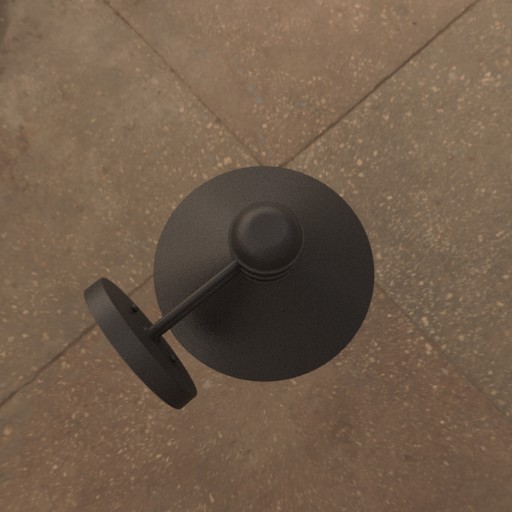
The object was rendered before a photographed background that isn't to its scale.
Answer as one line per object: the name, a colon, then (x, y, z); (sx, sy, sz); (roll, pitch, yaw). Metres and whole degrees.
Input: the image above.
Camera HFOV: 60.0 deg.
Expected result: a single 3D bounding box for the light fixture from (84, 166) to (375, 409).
light fixture: (0.000, 0.000, 0.672); (0.434, 0.265, 0.396); (-39, 79, -9)
